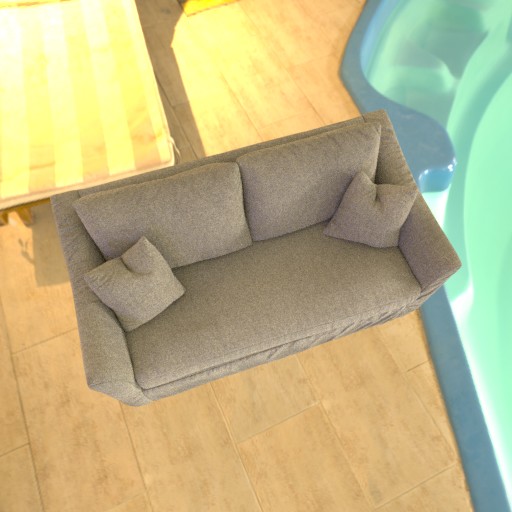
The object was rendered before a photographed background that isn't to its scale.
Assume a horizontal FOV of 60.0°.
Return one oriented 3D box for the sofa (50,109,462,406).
[{"bbox_3d":[0.000,0.000,2.605,2.010,1.018,1.072,-17,64,-9],"label":"sofa"}]
